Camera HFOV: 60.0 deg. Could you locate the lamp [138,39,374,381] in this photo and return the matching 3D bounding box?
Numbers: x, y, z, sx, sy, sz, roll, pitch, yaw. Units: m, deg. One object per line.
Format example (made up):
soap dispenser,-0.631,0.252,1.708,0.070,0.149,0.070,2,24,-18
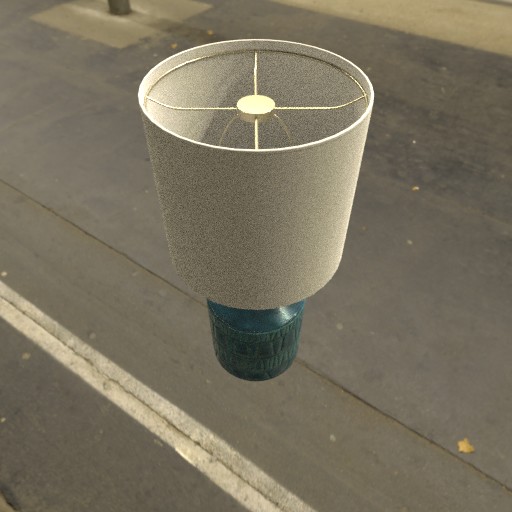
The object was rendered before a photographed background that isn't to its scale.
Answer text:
lamp,0.000,0.000,0.568,0.211,0.455,0.211,10,48,9
